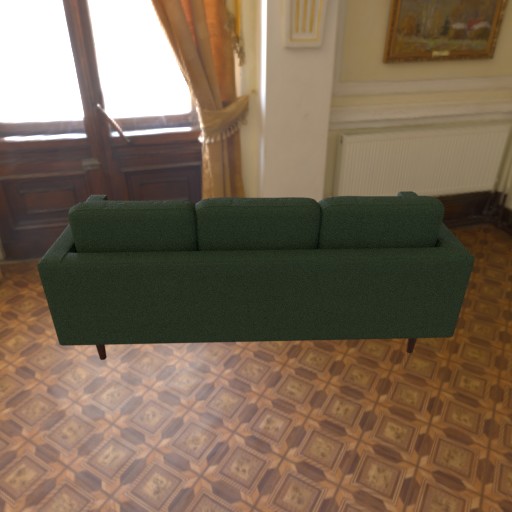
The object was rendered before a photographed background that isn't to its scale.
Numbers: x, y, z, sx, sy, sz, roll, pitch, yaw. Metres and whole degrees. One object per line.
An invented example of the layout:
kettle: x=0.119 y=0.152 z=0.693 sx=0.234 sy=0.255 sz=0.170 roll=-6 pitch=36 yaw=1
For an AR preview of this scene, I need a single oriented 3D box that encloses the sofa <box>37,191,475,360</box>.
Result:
sofa: x=0.000 y=0.000 z=2.533 sx=2.029 sy=0.899 sz=0.879 roll=-1 pitch=30 yaw=-2
